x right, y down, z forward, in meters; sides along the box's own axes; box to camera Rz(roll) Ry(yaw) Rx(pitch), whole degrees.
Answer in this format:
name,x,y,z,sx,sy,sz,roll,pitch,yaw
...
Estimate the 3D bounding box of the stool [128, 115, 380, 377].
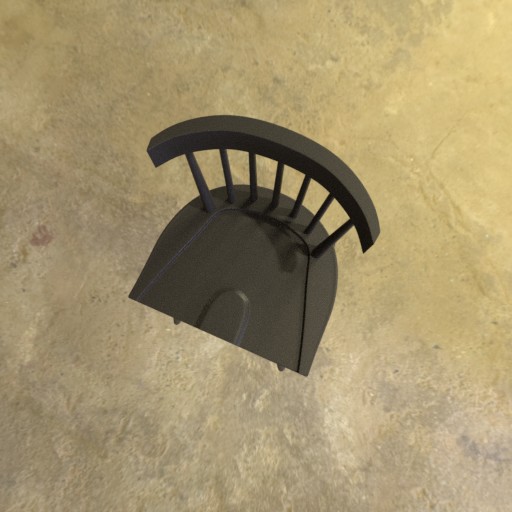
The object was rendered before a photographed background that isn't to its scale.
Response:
name,x,y,z,sx,sy,sz,roll,pitch,yaw
stool,0.000,0.000,1.270,0.494,0.953,0.549,23,79,5
